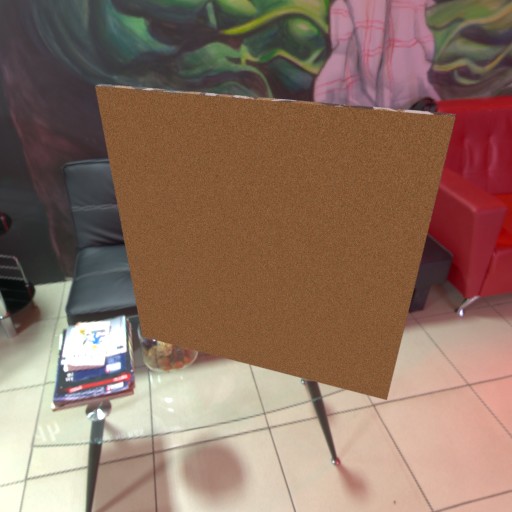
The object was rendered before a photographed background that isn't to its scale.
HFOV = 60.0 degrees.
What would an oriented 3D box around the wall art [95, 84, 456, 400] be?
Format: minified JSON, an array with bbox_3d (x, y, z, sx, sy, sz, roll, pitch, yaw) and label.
[{"bbox_3d":[0.000,0.000,0.589,0.404,0.406,0.010,11,35,16],"label":"wall art"}]
